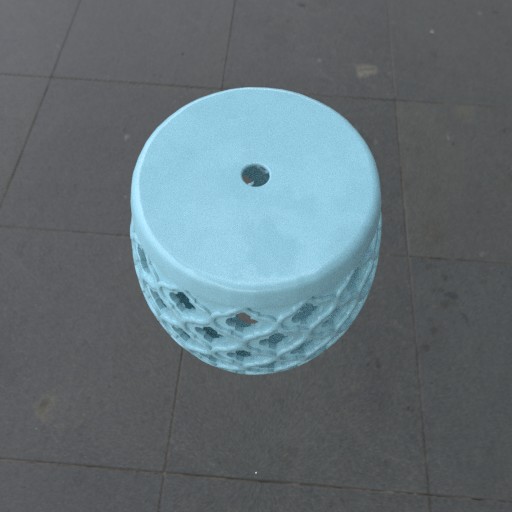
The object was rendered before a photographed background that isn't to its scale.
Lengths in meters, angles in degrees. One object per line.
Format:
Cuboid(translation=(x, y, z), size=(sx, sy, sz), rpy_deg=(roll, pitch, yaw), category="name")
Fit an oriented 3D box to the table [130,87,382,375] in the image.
Cuboid(translation=(0.000, 0.000, 0.636), size=(0.325, 0.388, 0.325), rpy_deg=(0, 64, 0), category="table")
